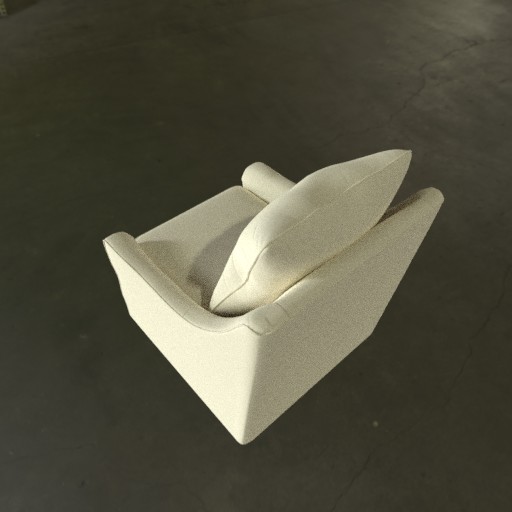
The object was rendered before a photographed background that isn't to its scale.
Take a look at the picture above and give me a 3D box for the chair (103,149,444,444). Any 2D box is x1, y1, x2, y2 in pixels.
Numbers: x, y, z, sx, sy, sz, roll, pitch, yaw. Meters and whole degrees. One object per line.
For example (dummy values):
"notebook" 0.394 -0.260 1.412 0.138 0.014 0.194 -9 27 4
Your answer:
"chair" 0.000 0.000 1.591 0.756 0.965 0.876 -33 54 -27
